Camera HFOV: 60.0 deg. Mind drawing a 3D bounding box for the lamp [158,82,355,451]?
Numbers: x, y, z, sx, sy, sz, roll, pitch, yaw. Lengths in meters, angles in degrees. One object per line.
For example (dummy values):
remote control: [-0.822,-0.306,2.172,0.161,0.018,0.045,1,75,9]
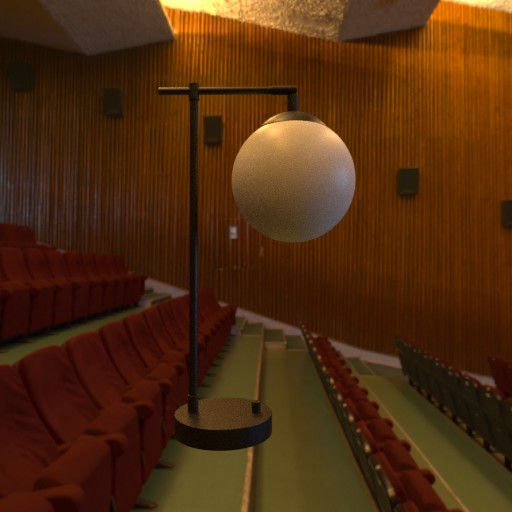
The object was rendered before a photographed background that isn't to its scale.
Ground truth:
lamp: [0.000,0.000,0.713,0.316,0.559,0.197,0,-1,1]
